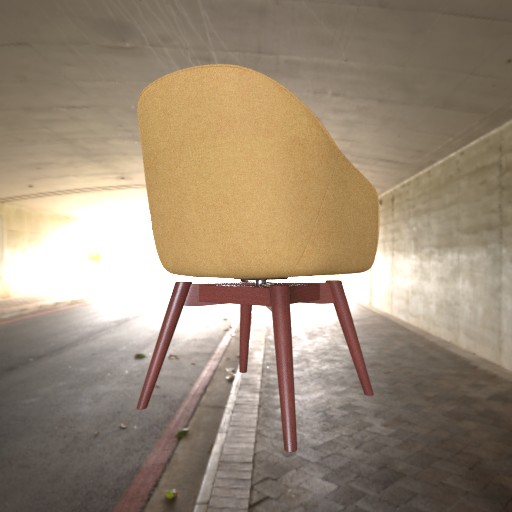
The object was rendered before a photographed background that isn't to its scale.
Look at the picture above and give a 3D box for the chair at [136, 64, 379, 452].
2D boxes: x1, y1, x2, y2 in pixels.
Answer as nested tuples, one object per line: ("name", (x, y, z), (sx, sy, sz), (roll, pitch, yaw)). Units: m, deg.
("chair", (0.000, 0.000, 1.240), (0.596, 0.823, 0.635), (0, -1, 34))
